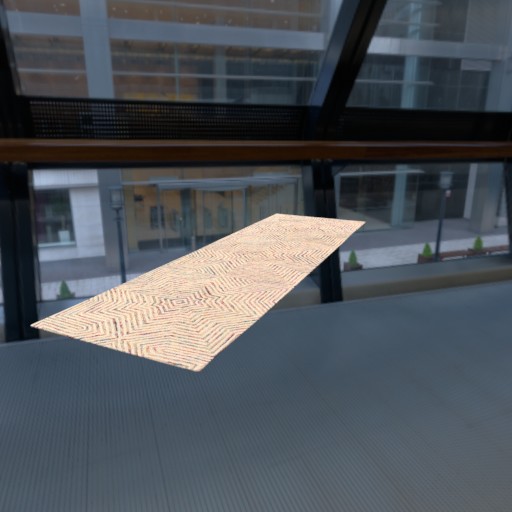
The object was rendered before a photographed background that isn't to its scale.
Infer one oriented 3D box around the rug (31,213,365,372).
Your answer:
[{"bbox_3d":[0.000,0.000,2.598,0.771,0.009,2.443,8,18,24],"label":"rug"}]
